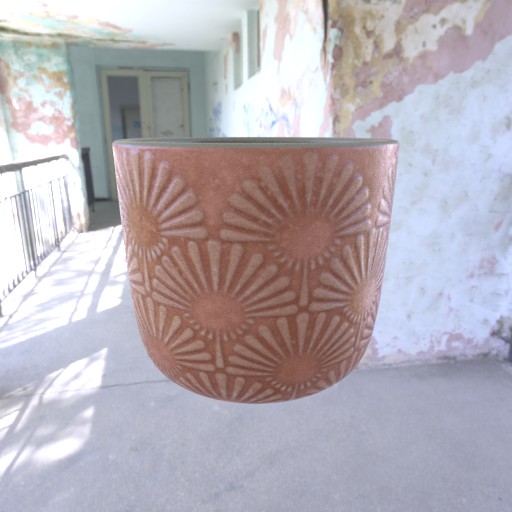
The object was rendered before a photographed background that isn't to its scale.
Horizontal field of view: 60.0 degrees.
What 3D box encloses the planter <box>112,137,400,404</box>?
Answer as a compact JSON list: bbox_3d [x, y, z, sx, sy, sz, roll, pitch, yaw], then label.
[{"bbox_3d":[0.000,0.000,0.214,0.124,0.109,0.124,0,16,0],"label":"planter"}]
